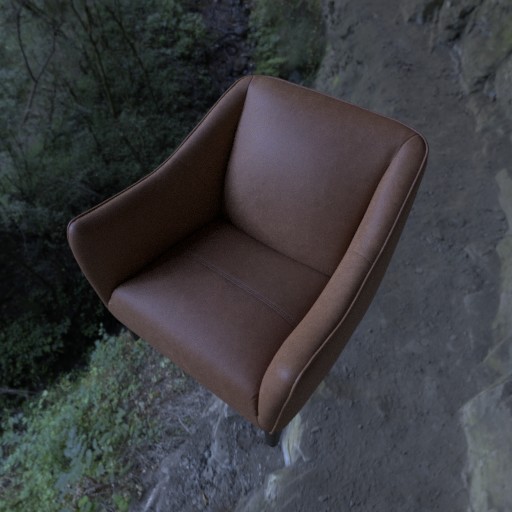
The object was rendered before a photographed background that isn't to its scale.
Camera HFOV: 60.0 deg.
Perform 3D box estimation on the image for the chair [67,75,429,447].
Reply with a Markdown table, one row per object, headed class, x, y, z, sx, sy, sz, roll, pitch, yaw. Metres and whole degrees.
| class | x | y | z | sx | sy | sz | roll | pitch | yaw |
| --- | --- | --- | --- | --- | --- | --- | --- | --- | --- |
| chair | 0.000 | 0.000 | 1.528 | 0.871 | 0.830 | 0.852 | 30 | 54 | 25 |
